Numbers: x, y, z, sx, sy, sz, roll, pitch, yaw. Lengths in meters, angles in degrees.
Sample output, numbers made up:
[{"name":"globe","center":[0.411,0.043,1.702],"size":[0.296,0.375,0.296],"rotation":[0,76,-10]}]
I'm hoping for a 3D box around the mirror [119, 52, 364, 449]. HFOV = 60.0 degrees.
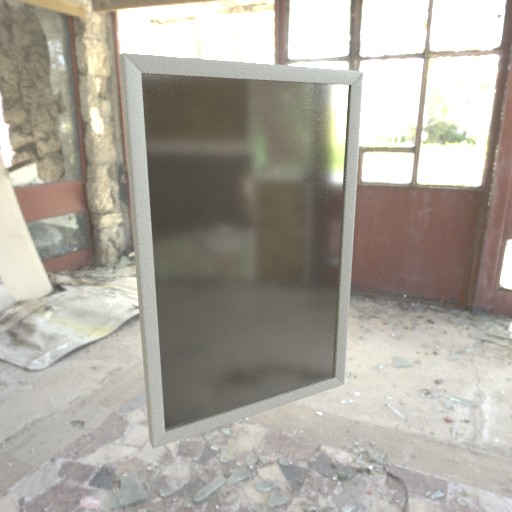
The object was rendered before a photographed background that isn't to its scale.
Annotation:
[{"name":"mirror","center":[0.000,0.000,1.142],"size":[0.609,0.914,0.041],"rotation":[-9,18,-27]}]
